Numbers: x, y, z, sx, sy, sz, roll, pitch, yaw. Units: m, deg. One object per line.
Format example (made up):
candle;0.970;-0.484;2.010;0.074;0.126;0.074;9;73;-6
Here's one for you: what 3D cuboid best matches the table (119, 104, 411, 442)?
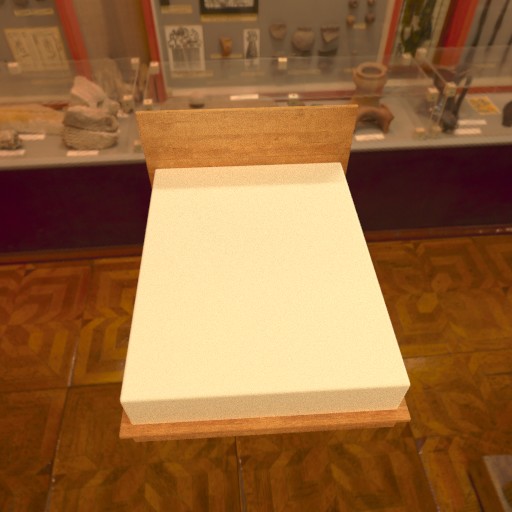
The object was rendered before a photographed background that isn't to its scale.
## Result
table;0.000;0.000;3.074;1.707;1.041;2.149;-3;48;-2
